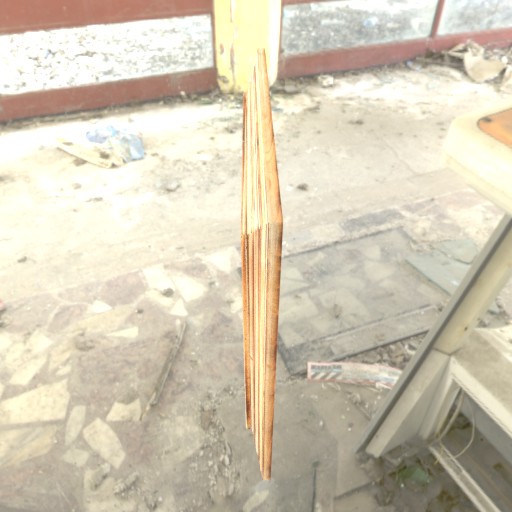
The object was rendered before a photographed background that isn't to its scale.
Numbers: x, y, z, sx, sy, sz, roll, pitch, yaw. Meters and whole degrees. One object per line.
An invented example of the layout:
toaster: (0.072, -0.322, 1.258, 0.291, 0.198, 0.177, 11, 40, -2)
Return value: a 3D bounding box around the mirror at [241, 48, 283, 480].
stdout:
mirror: (0.000, 0.000, 1.165, 0.061, 0.804, 0.804, -1, 40, -1)
